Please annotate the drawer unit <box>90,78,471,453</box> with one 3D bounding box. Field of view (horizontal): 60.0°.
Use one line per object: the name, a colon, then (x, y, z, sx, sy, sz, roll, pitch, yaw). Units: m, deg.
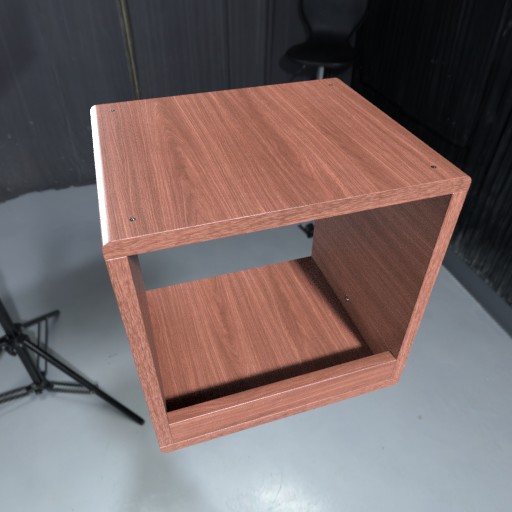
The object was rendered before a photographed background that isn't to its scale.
drawer unit: (0.000, 0.000, 0.607, 0.349, 0.351, 0.290, -12, 42, -13)
